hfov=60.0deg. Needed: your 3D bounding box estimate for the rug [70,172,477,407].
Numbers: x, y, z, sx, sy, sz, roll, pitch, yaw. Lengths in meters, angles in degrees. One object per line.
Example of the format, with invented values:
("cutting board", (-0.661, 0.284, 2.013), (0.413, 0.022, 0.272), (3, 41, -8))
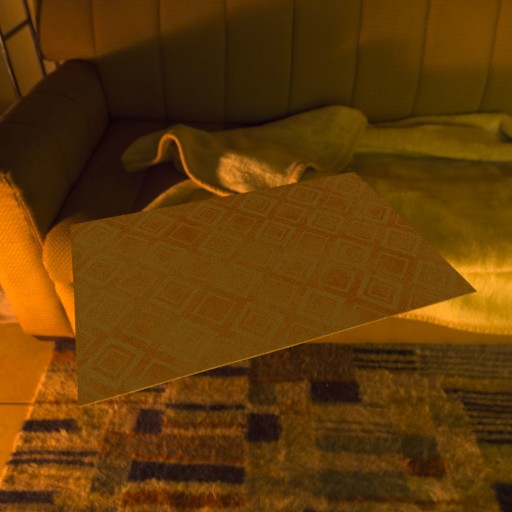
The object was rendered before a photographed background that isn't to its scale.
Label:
("rug", (0.000, 0.000, 2.320), (1.829, 0.010, 1.213), (-13, 42, -15))
